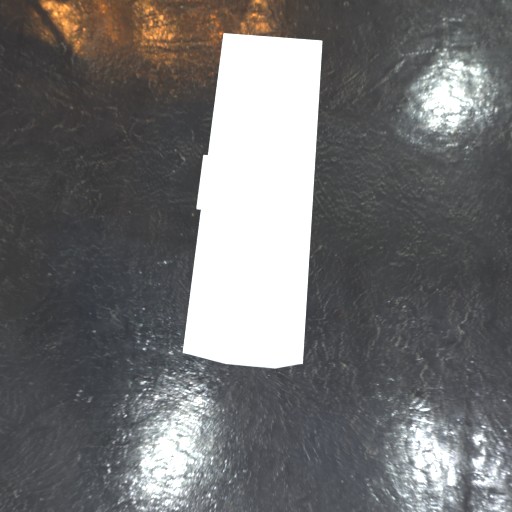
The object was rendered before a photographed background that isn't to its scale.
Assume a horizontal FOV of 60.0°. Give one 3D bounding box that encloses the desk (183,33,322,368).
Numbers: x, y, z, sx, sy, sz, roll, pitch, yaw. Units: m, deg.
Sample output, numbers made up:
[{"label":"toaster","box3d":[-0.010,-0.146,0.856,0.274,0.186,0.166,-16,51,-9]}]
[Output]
[{"label":"desk","box3d":[0.000,0.000,1.582,0.250,1.280,0.750,5,75,1]}]
